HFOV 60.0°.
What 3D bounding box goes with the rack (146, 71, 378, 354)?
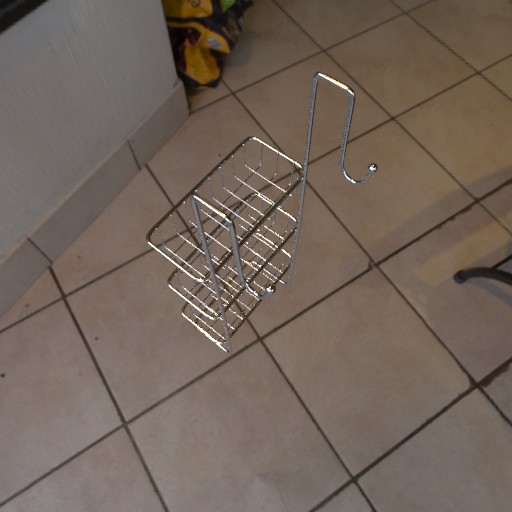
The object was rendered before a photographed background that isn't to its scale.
[{"bbox_3d":[0.000,0.000,0.683,0.202,0.574,0.228,36,69,16],"label":"rack"}]
